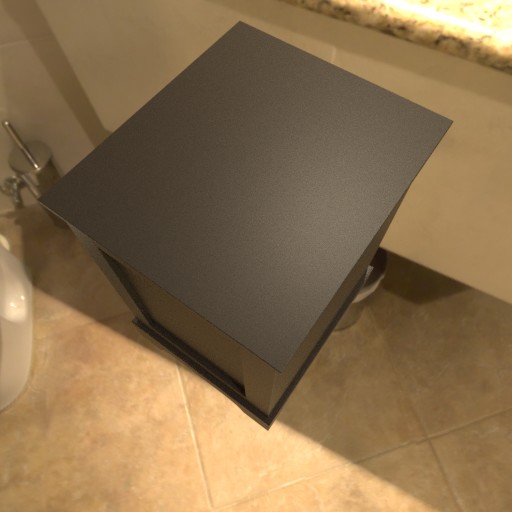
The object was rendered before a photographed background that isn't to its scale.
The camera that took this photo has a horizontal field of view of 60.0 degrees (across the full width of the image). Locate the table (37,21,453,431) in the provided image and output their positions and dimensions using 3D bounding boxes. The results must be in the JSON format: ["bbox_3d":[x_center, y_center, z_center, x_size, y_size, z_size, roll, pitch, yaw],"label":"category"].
[{"bbox_3d":[0.000,0.000,0.901,0.399,0.610,0.460,33,67,15],"label":"table"}]
